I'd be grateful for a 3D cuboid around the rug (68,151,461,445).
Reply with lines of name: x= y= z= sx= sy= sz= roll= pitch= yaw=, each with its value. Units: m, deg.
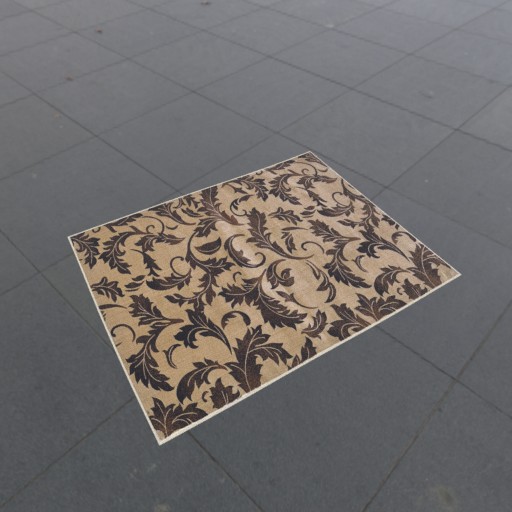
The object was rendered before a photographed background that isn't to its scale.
rug: x=0.000 y=0.000 z=4.221 sx=2.977 sy=0.008 sz=2.380 roll=-24 pitch=51 yaw=-21
